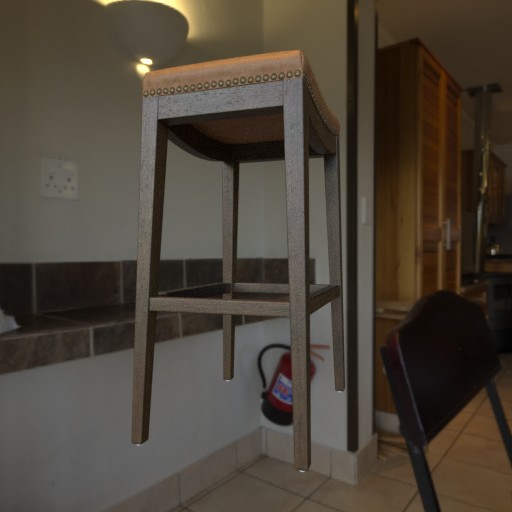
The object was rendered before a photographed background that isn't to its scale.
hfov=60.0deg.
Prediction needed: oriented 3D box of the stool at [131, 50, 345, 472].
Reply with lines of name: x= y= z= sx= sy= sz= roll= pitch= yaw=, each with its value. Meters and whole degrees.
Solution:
stool: x=0.000 y=0.000 z=1.065 sx=0.361 sy=0.759 sz=0.500 roll=0 pitch=0 yaw=19
